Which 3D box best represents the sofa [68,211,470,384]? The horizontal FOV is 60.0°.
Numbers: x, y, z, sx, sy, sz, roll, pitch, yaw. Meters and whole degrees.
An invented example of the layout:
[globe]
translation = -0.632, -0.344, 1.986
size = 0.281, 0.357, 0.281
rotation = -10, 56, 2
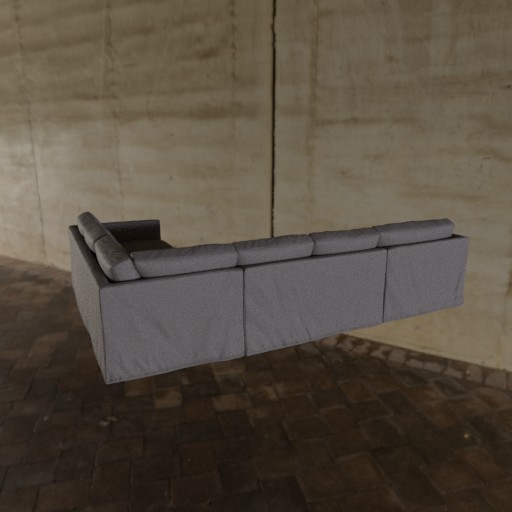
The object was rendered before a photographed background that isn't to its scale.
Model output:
[sofa]
translation = 0.000, 0.000, 4.666
size = 3.528, 0.878, 2.476
rotation = -7, 16, -26
